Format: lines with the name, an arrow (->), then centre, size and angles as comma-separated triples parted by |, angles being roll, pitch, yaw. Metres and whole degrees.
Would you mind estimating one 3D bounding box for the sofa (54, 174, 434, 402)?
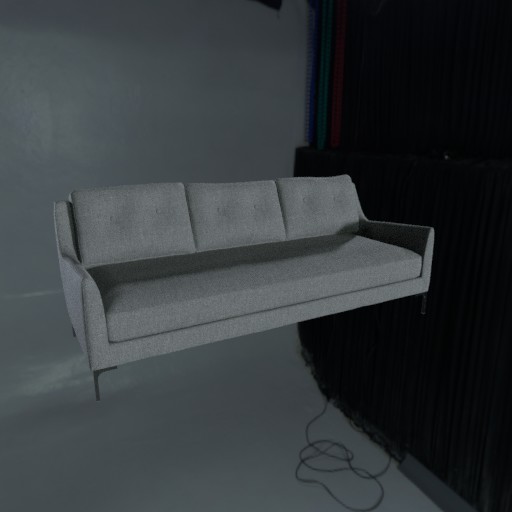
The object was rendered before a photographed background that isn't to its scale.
sofa -> 0.000, 0.000, 2.591 | 2.060, 0.837, 0.849 | -8, 17, -28
